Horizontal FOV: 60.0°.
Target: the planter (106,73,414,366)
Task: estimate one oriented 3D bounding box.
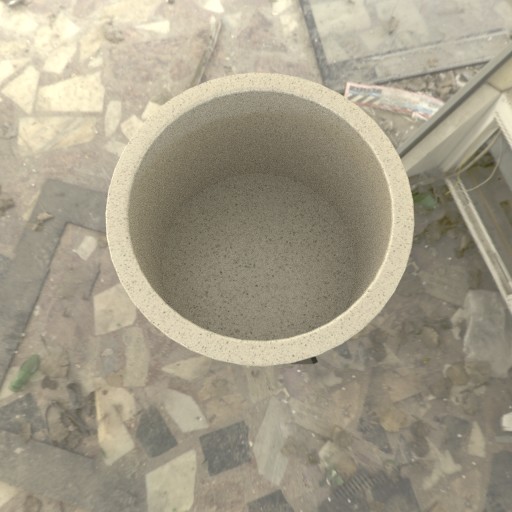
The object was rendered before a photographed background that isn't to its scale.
[{"bbox_3d":[0.000,0.000,0.743,0.368,0.484,0.359,6,76,2],"label":"planter"}]
